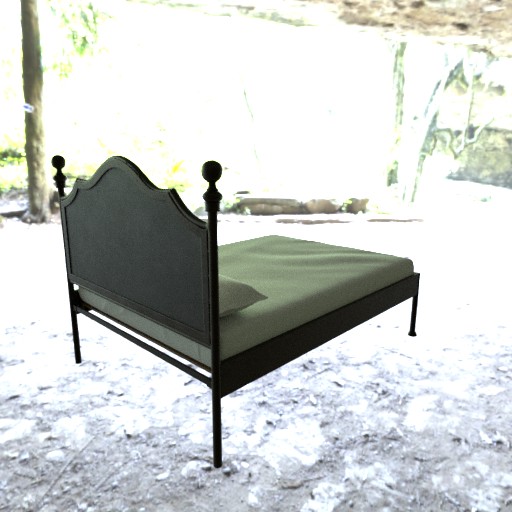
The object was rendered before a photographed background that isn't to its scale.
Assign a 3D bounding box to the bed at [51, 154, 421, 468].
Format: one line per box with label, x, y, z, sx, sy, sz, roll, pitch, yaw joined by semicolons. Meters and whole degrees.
bed;0.000;0.000;3.301;1.642;1.499;2.224;13;19;42
